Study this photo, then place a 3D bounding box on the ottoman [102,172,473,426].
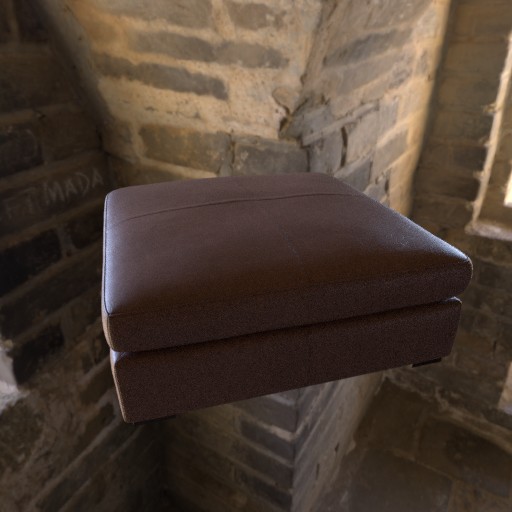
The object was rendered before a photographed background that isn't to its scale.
[{"bbox_3d":[0.000,0.000,1.819,1.168,0.490,1.168,-7,27,-15],"label":"ottoman"}]
